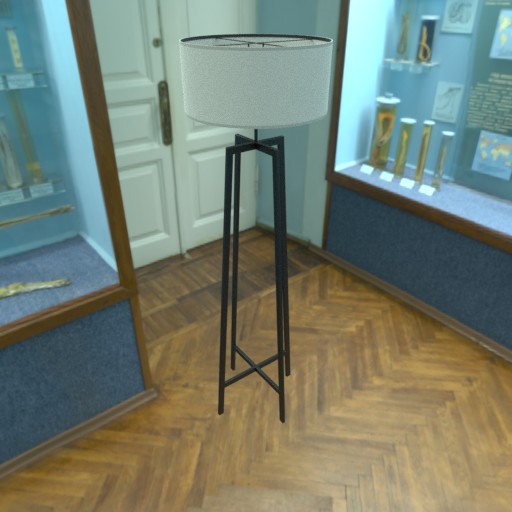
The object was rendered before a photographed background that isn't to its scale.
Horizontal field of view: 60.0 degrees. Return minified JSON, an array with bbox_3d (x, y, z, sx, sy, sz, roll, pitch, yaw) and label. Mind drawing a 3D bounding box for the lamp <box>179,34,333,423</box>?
[{"bbox_3d":[0.000,0.000,1.715,0.457,1.510,0.456,-20,36,-31],"label":"lamp"}]
